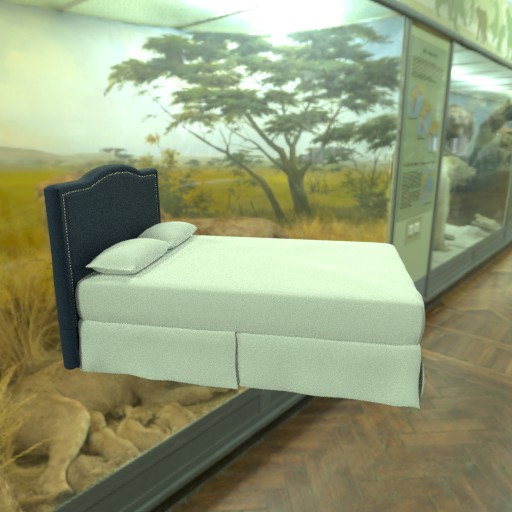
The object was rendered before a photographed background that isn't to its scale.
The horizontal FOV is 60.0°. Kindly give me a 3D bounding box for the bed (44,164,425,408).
[{"bbox_3d":[0.000,0.000,3.614,2.507,1.441,1.741,3,16,10],"label":"bed"}]
